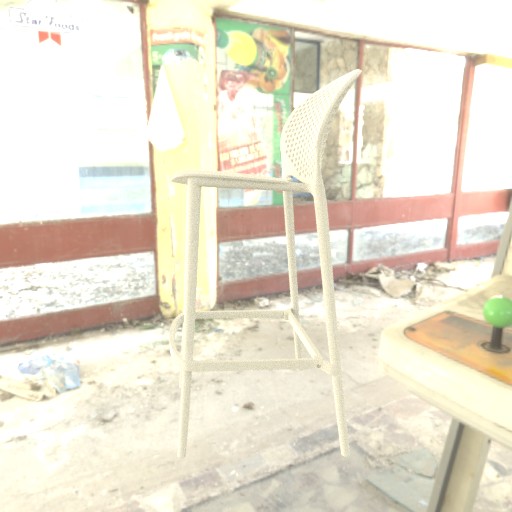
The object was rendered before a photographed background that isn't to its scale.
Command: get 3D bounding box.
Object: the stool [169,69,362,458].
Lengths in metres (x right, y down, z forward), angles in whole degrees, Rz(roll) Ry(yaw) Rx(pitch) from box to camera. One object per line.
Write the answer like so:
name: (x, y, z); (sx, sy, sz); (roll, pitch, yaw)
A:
stool: (0.000, 0.000, 1.343); (0.535, 1.045, 0.536); (-2, 13, -9)
